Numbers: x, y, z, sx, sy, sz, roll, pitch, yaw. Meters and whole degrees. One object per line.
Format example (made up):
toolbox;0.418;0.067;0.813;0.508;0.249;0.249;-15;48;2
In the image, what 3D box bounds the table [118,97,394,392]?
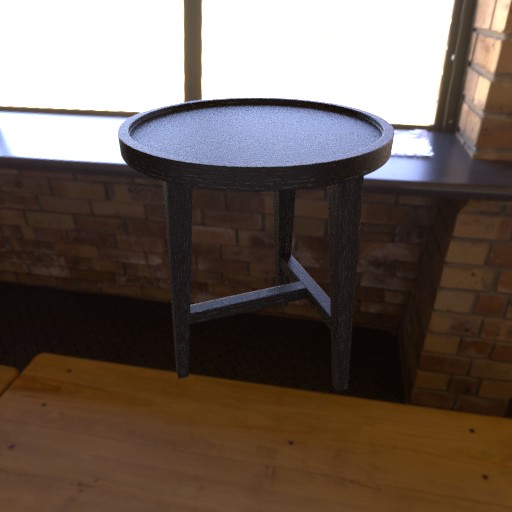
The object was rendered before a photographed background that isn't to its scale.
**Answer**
table;0.000;0.000;0.777;0.399;0.460;0.399;0;30;0
